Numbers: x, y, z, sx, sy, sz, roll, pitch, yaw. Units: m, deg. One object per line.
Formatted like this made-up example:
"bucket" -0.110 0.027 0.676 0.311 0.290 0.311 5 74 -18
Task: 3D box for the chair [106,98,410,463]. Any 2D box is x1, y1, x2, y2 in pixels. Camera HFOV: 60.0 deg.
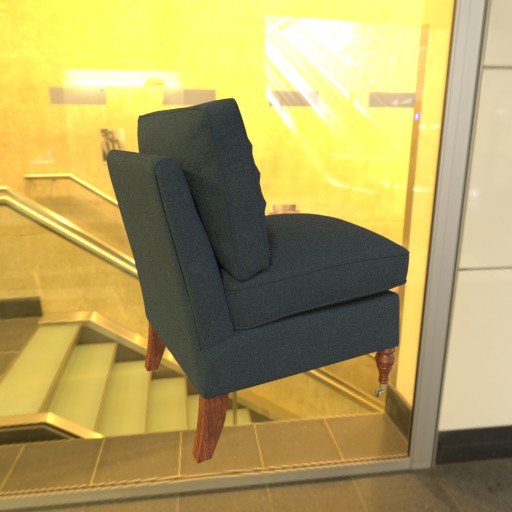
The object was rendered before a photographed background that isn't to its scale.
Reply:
"chair" 0.000 0.000 1.650 0.912 1.052 0.724 -8 17 -26
